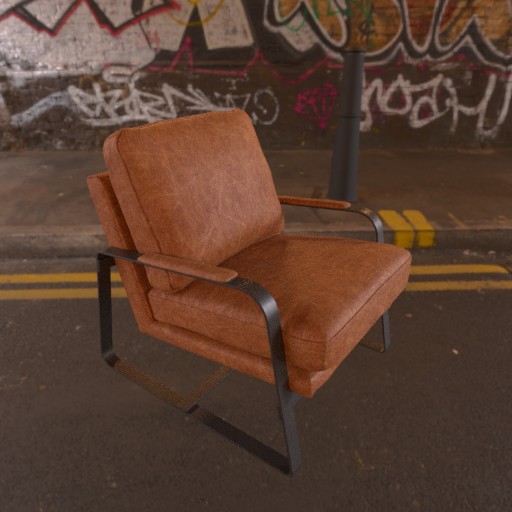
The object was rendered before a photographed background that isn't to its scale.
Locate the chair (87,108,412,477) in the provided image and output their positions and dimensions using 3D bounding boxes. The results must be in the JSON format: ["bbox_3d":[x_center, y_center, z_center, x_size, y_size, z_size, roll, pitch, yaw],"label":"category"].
[{"bbox_3d":[0.000,0.000,1.343,0.801,0.777,0.651,18,31,32],"label":"chair"}]
